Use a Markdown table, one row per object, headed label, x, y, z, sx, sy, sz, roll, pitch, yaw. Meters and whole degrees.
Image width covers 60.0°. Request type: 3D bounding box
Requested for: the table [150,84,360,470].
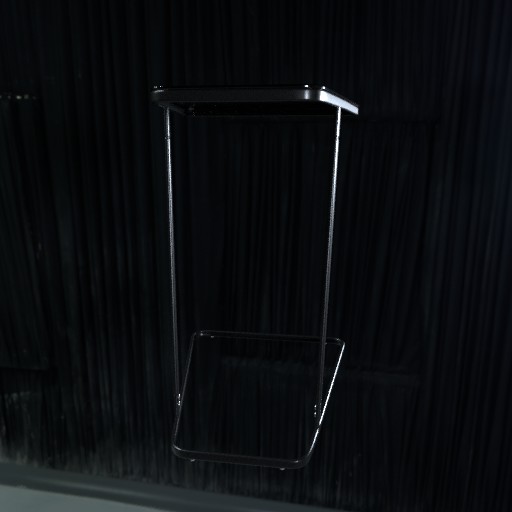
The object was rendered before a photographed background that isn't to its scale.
| label | x | y | z | sx | sy | sz | roll | pitch | yaw |
| --- | --- | --- | --- | --- | --- | --- | --- | --- | --- |
| table | 0.000 | 0.000 | 0.931 | 0.427 | 0.624 | 0.500 | 2 | 15 | 7 |
